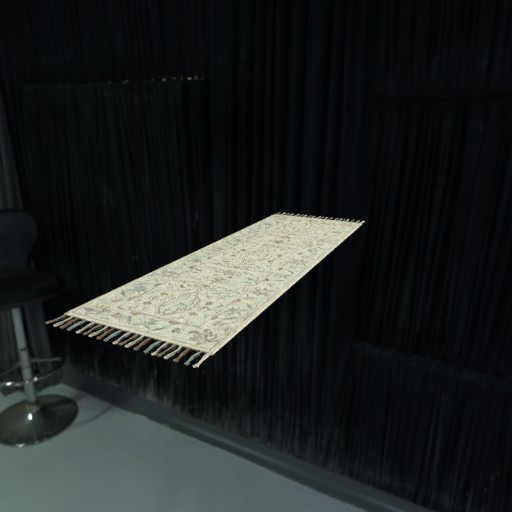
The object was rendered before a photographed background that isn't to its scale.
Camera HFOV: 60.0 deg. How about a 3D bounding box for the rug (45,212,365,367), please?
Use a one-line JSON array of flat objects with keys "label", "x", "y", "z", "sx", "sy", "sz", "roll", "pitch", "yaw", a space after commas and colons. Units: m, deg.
[{"label": "rug", "x": 0.000, "y": 0.000, "z": 2.733, "sx": 0.769, "sy": 0.013, "sz": 2.440, "roll": 9, "pitch": 20, "yaw": 25}]
